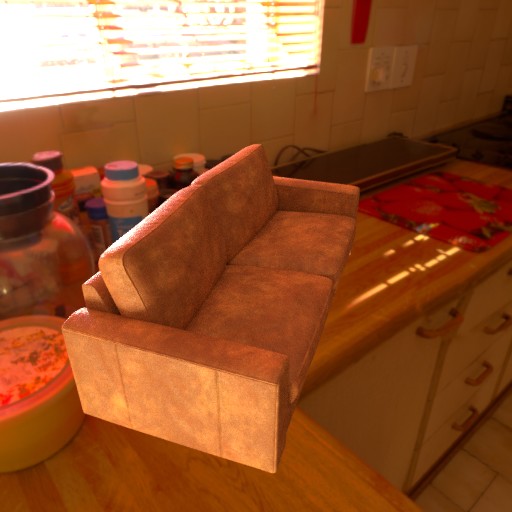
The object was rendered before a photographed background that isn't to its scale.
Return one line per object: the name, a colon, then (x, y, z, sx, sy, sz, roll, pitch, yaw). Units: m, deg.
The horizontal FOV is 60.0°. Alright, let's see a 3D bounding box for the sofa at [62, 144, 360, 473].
sofa: (0.000, 0.000, 2.700, 1.016, 0.873, 2.179, 10, 31, 17)
